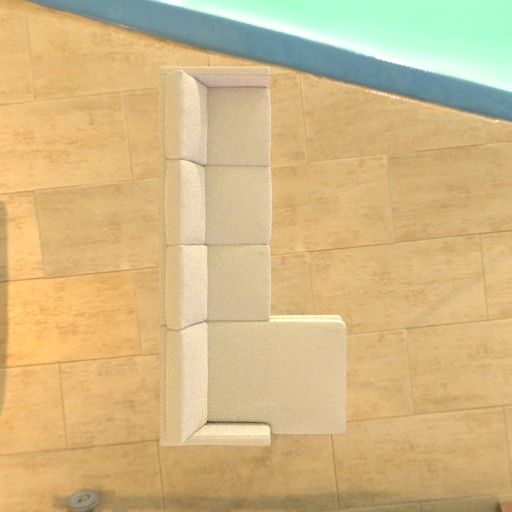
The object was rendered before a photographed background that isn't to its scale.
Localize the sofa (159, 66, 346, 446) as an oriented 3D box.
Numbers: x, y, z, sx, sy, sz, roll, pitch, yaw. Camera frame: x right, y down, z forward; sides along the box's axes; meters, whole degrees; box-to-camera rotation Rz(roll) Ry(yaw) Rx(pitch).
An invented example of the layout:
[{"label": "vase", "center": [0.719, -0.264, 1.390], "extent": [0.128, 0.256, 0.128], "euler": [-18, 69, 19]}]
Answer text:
[{"label": "sofa", "center": [0.000, 0.000, 3.937], "extent": [1.625, 0.846, 3.186], "euler": [0, 90, 0]}]
